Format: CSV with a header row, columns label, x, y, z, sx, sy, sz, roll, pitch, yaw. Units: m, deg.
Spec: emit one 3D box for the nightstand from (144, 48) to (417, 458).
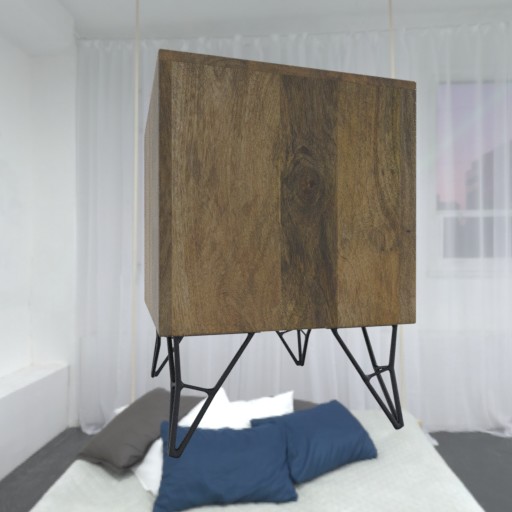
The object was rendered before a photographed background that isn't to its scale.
label,x,y,z,sx,sy,sz,roll,pitch,yaw
nightstand,0.000,0.000,0.869,0.406,0.559,0.457,0,0,-16
